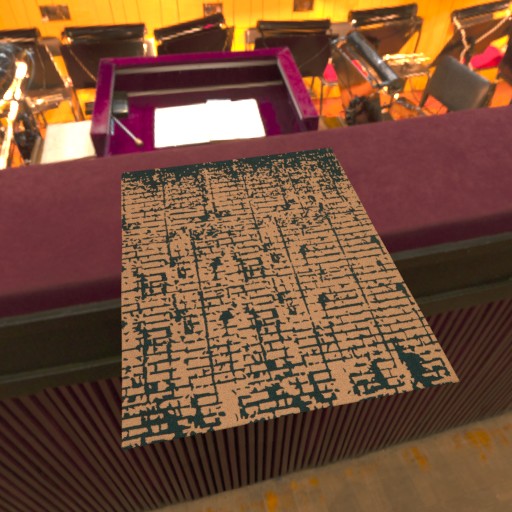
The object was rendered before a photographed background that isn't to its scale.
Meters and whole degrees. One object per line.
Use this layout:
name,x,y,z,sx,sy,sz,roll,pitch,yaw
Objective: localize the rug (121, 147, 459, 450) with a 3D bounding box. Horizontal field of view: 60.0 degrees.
rug,0.000,0.000,4.063,2.416,0.014,3.017,-9,48,-8
